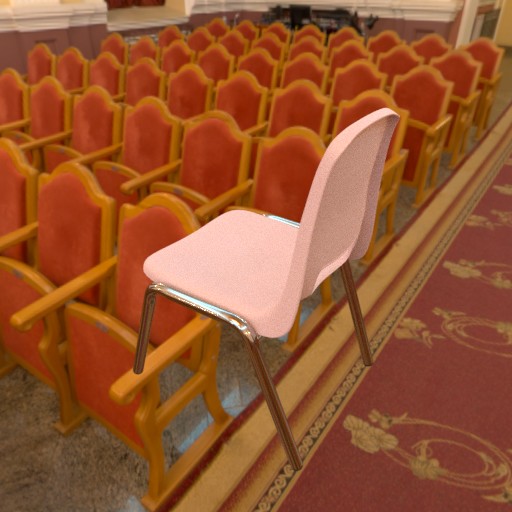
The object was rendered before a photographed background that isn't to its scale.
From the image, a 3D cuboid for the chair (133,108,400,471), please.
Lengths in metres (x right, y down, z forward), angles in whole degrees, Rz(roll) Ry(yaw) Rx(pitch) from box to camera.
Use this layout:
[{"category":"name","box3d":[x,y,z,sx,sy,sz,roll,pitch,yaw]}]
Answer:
[{"category":"chair","box3d":[0.000,0.000,0.839,0.423,0.586,0.354,21,38,30]}]
